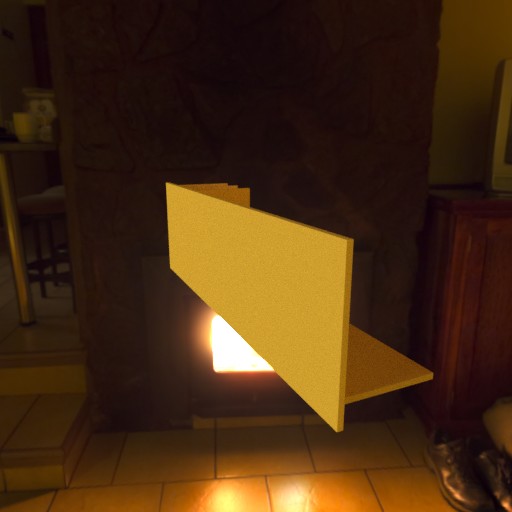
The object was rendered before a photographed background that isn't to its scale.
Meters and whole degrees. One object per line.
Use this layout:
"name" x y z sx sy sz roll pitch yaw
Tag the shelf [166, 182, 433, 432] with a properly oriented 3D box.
"shelf" 0.000 0.000 1.128 0.200 0.300 1.020 -6 16 -24
